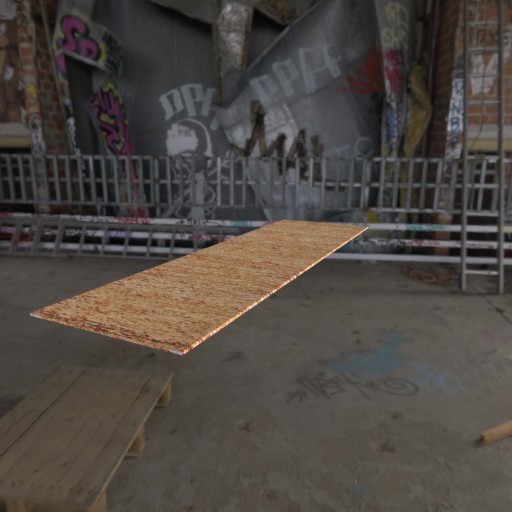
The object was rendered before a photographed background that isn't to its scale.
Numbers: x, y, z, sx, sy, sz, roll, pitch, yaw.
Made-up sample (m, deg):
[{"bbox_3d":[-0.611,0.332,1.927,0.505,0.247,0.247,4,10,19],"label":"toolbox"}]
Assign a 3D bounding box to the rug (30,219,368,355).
[{"bbox_3d":[0.000,0.000,2.399,0.680,0.014,2.237,7,16,26],"label":"rug"}]
